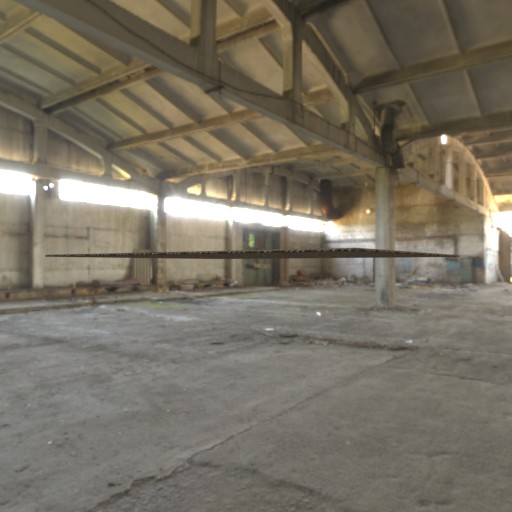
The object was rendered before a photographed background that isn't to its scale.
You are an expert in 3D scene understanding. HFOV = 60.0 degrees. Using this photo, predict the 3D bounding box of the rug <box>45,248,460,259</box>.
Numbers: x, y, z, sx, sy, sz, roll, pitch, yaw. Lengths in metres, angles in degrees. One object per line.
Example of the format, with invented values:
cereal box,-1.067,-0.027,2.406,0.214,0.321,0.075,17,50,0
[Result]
rug,0.000,0.000,3.931,2.902,0.017,2.306,-1,-1,36
